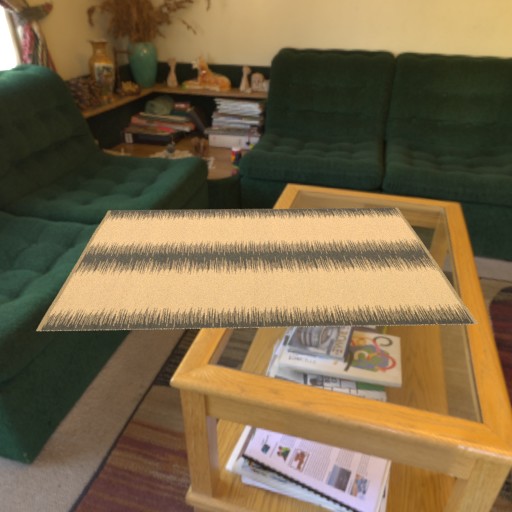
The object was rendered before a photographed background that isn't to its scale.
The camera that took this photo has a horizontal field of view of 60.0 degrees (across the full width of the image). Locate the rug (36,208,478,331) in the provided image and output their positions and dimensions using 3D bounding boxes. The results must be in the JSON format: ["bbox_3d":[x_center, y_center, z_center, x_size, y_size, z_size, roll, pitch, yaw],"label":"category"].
[{"bbox_3d":[0.000,0.000,3.093,2.453,0.003,1.519,-1,31,-1],"label":"rug"}]
